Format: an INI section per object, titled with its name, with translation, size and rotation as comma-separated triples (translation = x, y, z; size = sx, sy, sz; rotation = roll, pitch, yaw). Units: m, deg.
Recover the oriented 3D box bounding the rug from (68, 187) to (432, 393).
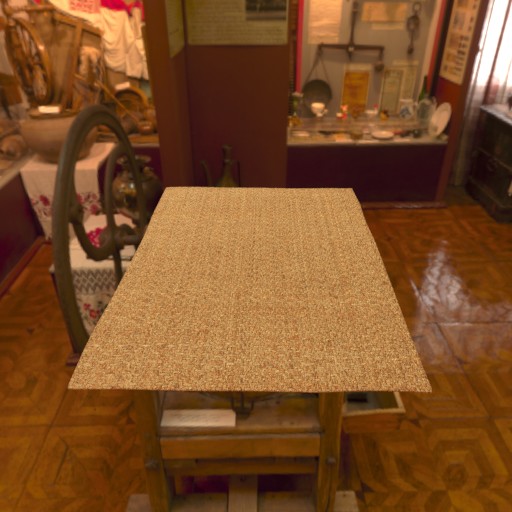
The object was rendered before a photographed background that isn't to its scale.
[rug]
translation = 0.000, 0.000, 2.749
size = 1.566, 0.013, 2.141
rotation = 0, 32, 1
